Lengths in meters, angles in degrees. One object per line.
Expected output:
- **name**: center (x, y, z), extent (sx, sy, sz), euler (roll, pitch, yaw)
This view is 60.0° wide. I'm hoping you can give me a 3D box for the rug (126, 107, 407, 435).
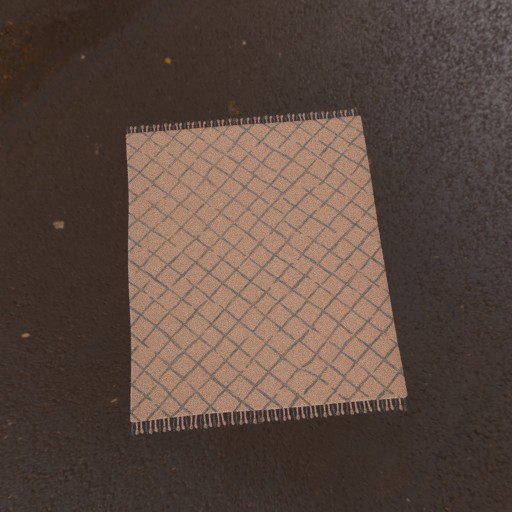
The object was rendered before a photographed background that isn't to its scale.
- **rug**: center (0.000, 0.000, 5.023), extent (2.892, 0.036, 3.585), euler (-5, 75, -1)
